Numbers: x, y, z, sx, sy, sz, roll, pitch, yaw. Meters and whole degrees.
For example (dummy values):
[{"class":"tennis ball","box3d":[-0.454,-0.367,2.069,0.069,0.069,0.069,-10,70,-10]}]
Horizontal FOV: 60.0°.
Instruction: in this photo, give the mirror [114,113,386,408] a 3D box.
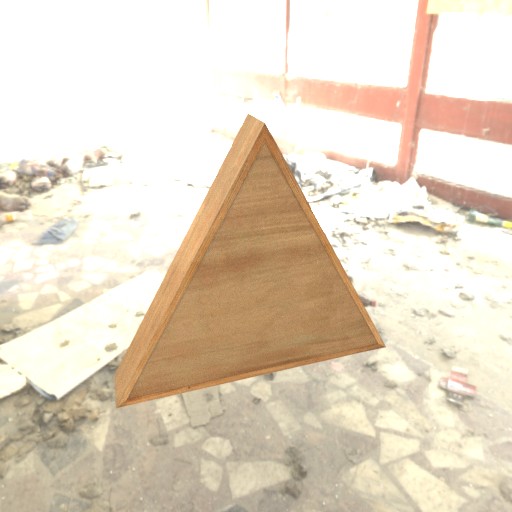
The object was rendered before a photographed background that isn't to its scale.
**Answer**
[{"class":"mirror","box3d":[0.000,0.000,0.905,0.631,0.548,0.100,-8,28,-16]}]
